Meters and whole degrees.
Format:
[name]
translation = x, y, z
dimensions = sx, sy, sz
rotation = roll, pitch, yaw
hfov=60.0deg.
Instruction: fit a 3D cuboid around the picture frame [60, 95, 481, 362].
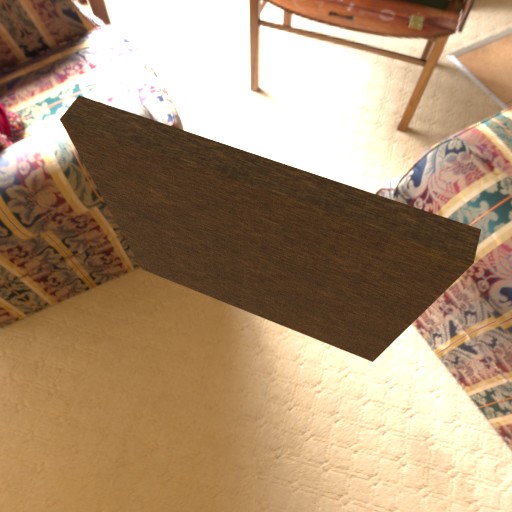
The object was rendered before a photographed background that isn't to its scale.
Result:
[picture frame]
translation = 0.000, 0.000, 0.529
dimensions = 0.378, 0.330, 0.033
rotation = 21, 65, 10
